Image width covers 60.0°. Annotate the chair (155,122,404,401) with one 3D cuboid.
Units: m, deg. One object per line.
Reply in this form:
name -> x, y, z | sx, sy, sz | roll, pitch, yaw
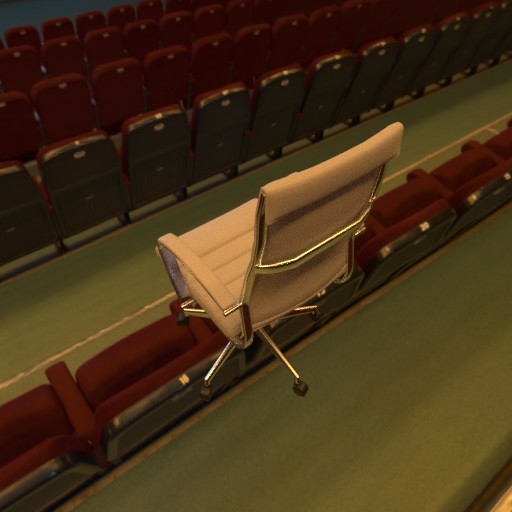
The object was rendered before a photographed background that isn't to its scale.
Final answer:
chair -> 0.000, 0.000, 1.566 | 0.679, 1.149, 0.667 | -29, 53, -25
